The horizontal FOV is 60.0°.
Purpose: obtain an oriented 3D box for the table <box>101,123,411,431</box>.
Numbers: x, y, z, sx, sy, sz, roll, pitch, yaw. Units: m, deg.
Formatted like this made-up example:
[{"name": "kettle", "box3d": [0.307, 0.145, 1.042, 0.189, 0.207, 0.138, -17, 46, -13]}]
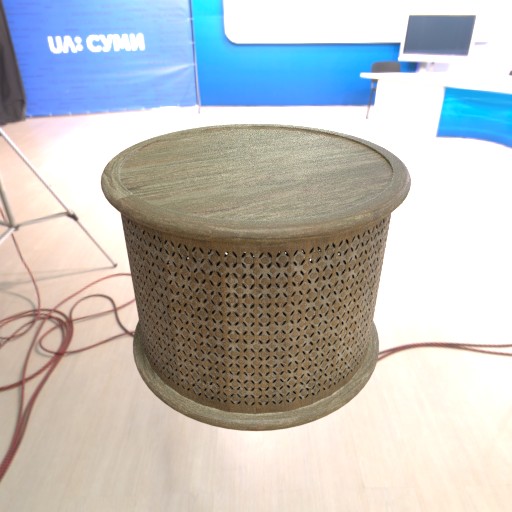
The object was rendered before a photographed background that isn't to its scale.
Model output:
[{"name": "table", "box3d": [0.000, 0.000, 1.014, 0.607, 0.450, 0.607, 0, 31, 0]}]
